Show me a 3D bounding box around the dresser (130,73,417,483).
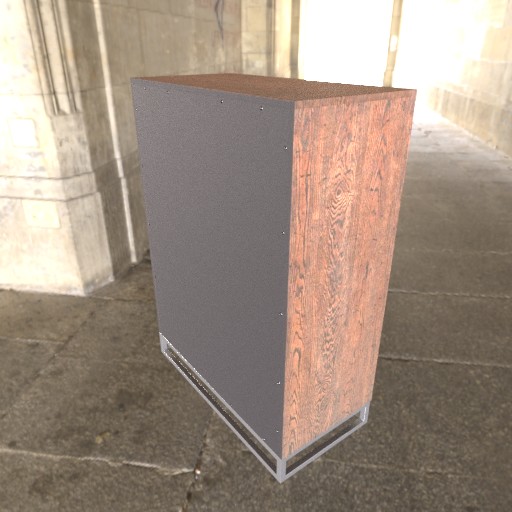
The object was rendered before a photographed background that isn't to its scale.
[{"bbox_3d":[0.000,0.000,1.806,0.508,1.321,0.965,-18,31,-33],"label":"dresser"}]
